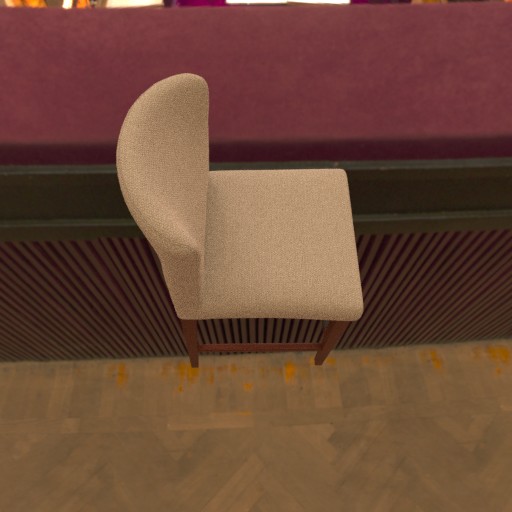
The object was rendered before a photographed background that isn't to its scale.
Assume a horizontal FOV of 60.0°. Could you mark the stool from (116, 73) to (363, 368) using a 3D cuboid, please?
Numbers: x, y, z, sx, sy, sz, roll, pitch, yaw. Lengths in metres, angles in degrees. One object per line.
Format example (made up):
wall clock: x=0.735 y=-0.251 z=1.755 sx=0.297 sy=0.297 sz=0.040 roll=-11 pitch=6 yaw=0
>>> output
stool: x=0.000 y=0.000 z=1.373 sx=0.568 sy=1.069 sz=0.481 roll=-1 pitch=63 yaw=0
